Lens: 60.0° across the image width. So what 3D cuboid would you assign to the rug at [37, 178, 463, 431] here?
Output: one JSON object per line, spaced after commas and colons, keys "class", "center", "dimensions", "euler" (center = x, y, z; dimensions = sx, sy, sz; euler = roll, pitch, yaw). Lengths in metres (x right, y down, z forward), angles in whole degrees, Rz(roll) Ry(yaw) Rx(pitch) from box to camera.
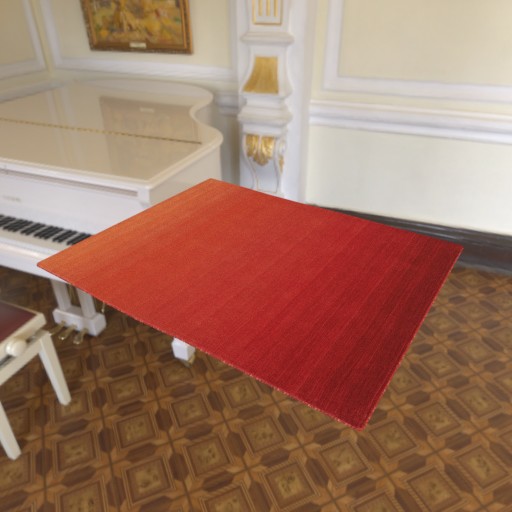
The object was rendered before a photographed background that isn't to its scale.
{"class": "rug", "center": [0.000, 0.000, 3.828], "dimensions": [2.905, 0.028, 2.340], "euler": [19, 37, 28]}
